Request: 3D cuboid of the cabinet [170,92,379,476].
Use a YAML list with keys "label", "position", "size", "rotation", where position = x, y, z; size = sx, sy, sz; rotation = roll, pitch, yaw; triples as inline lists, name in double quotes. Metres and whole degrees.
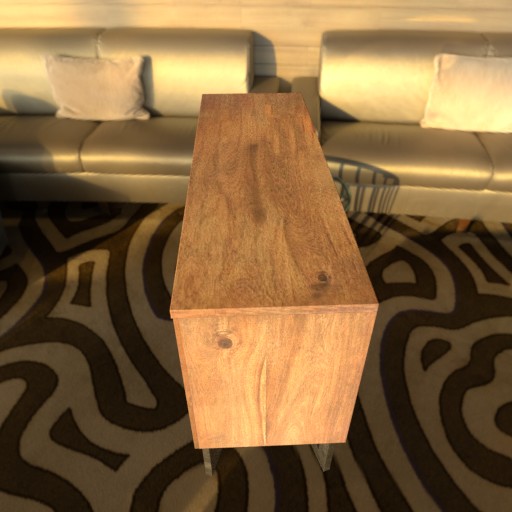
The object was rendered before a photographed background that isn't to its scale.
- label: "cabinet"
  position: [0.000, 0.000, 1.749]
  size: [0.480, 0.812, 1.373]
  rotation: [-2, 39, -2]
